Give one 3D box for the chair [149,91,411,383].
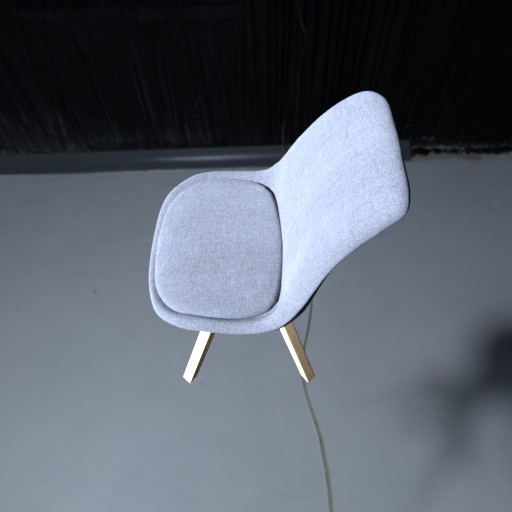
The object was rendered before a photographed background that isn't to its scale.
[{"bbox_3d":[0.000,0.000,1.183,0.550,0.850,0.485,0,59,0],"label":"chair"}]
